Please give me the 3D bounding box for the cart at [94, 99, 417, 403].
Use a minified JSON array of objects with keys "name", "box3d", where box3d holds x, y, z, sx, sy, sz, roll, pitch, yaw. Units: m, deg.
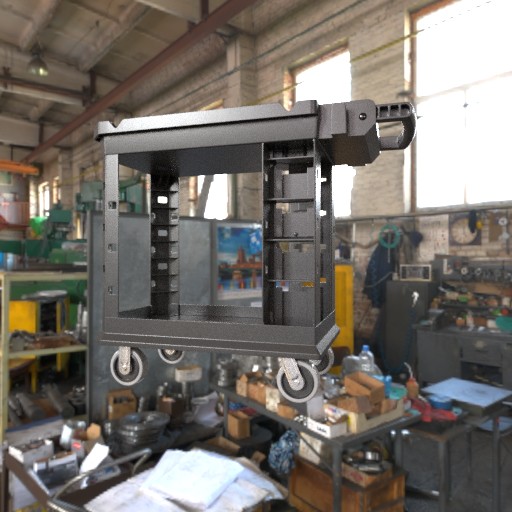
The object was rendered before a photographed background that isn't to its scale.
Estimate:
[{"name":"cart","box3d":[0.000,0.000,1.557,1.061,0.884,0.497,0,0,17]}]
